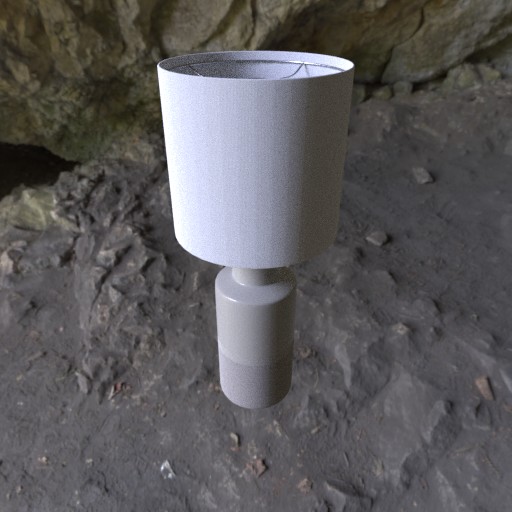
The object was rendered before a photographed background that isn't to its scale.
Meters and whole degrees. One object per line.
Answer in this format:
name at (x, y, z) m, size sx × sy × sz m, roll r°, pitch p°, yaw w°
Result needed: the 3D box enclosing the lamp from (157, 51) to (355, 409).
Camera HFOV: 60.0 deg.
lamp at (0.000, 0.000, 0.611) m, size 0.212 × 0.493 × 0.212 m, roll 21°, pitch 37°, yaw 30°
